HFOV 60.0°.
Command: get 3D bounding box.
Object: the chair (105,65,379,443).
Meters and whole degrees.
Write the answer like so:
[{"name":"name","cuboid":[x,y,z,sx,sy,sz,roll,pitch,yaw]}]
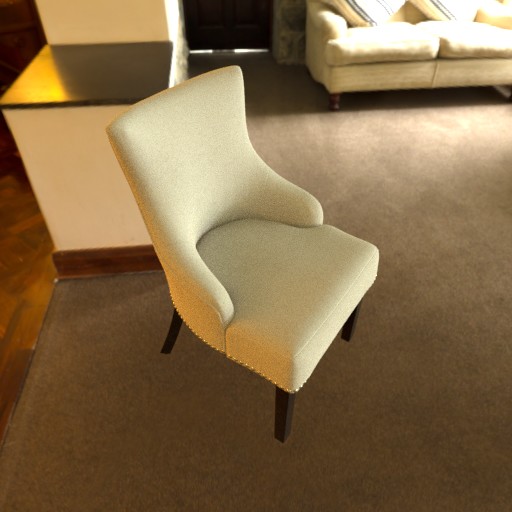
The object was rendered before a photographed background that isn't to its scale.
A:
[{"name":"chair","cuboid":[0.000,0.000,1.345,0.629,0.909,0.566,24,46,25]}]
